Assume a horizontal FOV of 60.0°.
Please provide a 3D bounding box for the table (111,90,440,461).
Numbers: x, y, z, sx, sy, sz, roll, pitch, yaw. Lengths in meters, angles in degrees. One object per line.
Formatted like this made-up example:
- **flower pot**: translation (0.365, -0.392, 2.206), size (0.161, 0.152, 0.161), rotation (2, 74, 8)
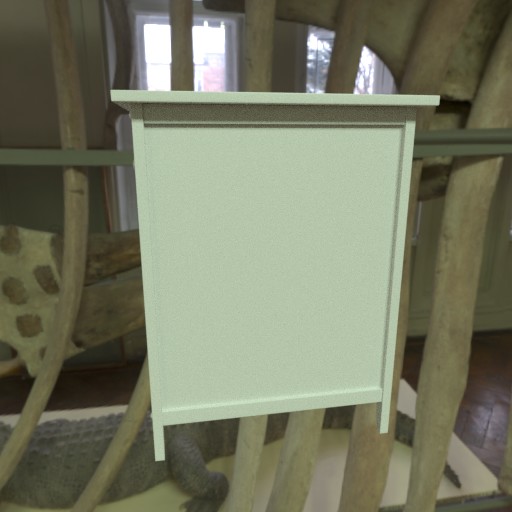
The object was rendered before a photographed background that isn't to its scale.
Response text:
- **table**: translation (0.000, 0.000, 0.743), size (0.381, 0.483, 0.381), rotation (-3, 15, -10)
